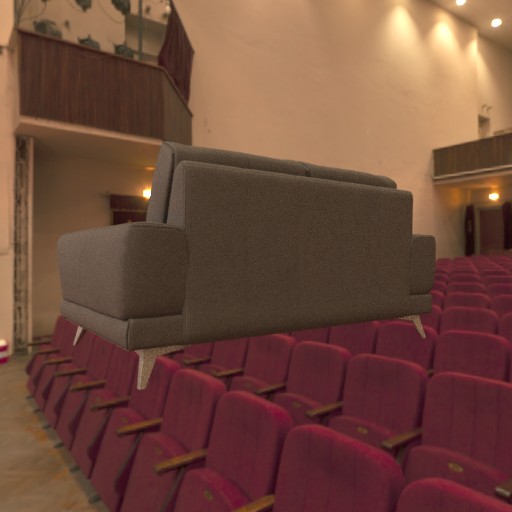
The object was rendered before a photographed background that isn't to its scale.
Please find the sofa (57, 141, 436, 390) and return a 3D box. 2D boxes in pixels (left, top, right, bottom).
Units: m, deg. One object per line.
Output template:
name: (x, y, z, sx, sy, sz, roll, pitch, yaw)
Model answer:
sofa: (0.000, 0.000, 2.356, 1.806, 0.907, 1.018, 0, 0, -35)
